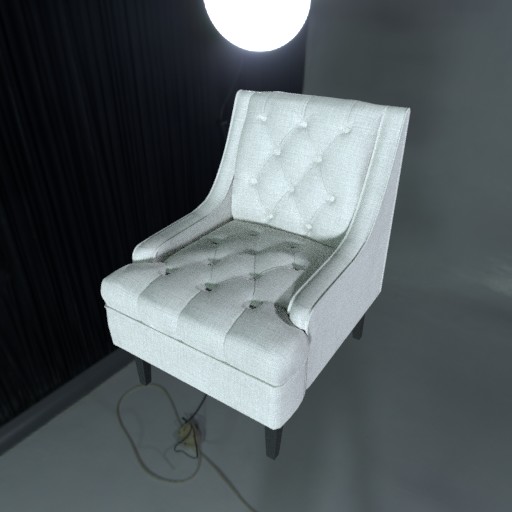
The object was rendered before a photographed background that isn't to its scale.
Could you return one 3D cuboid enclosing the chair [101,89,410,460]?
[{"bbox_3d":[0.000,0.000,1.427,0.658,0.891,0.772,18,34,29],"label":"chair"}]
